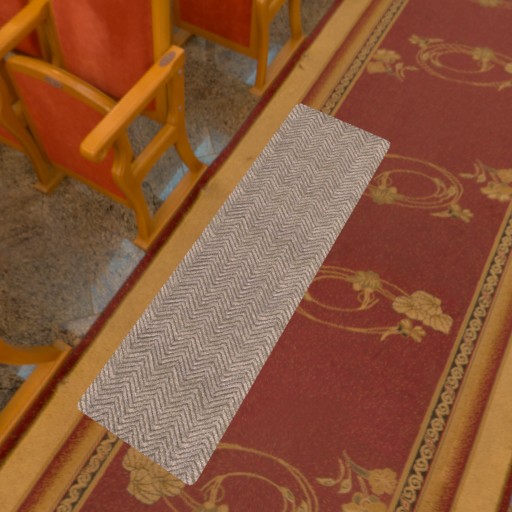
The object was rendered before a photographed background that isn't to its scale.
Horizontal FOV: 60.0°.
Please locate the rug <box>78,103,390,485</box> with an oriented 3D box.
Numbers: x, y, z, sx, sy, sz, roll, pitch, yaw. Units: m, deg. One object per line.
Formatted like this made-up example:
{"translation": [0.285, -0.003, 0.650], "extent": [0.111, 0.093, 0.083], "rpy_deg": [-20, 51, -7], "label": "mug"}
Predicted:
{"translation": [0.000, 0.000, 2.498], "extent": [0.686, 0.008, 2.286], "rpy_deg": [28, 67, 13], "label": "rug"}
